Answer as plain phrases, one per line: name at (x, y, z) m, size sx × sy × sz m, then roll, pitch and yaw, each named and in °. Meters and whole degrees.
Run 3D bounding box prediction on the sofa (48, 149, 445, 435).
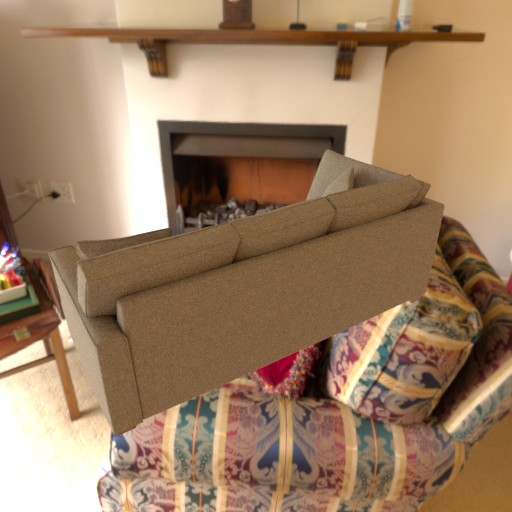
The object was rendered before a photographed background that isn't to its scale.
sofa at (0.000, 0.000, 2.882) m, size 2.317 × 0.962 × 1.061 m, roll -17°, pitch 33°, yaw -28°
